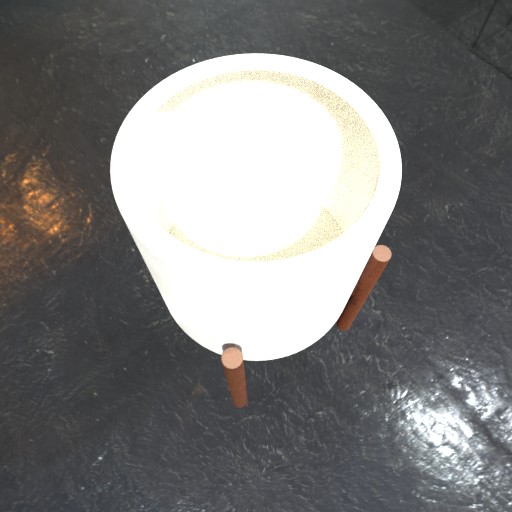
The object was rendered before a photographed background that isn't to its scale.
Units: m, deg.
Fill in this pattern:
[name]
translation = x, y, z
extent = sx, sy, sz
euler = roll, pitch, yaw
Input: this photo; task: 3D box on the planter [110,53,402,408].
[planter]
translation = 0.000, 0.000, 0.500
extent = 0.224, 0.358, 0.224
euler = -33, 67, -16
